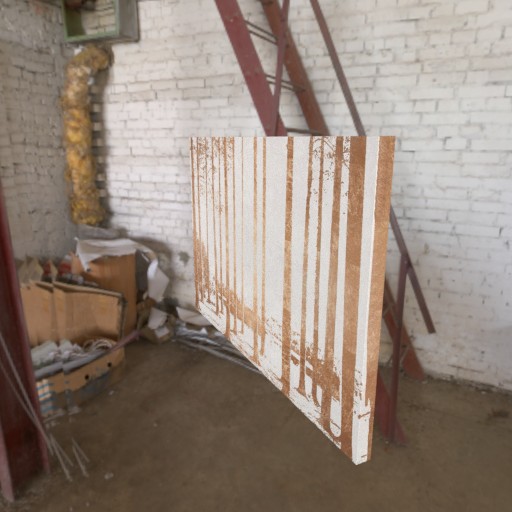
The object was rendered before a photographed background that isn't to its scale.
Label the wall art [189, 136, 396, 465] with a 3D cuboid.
[{"bbox_3d":[0.000,0.000,1.171,0.035,0.609,0.914,-7,17,-26],"label":"wall art"}]
